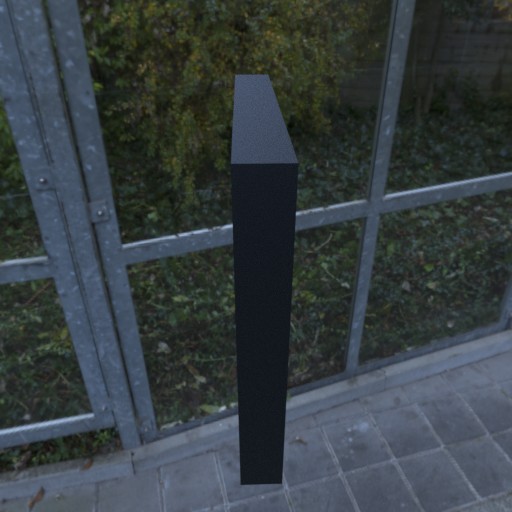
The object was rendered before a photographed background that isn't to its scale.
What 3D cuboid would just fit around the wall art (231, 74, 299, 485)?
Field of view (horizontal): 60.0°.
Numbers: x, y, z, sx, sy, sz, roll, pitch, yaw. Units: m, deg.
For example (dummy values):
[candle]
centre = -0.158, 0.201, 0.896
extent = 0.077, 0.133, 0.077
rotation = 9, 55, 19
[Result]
[wall art]
centre = 0.000, 0.000, 0.457
extent = 0.038, 0.304, 0.305
rotation = -1, 31, -2
